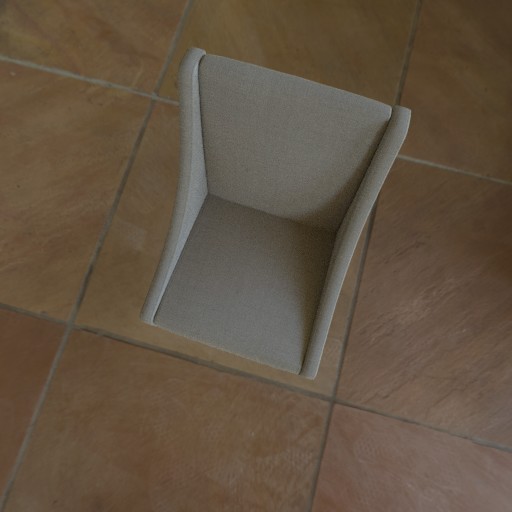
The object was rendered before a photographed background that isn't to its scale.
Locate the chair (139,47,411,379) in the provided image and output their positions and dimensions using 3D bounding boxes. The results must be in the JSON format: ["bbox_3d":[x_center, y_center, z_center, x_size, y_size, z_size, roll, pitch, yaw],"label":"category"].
[{"bbox_3d":[0.000,0.000,1.399,0.575,1.021,0.611,18,76,5],"label":"chair"}]
